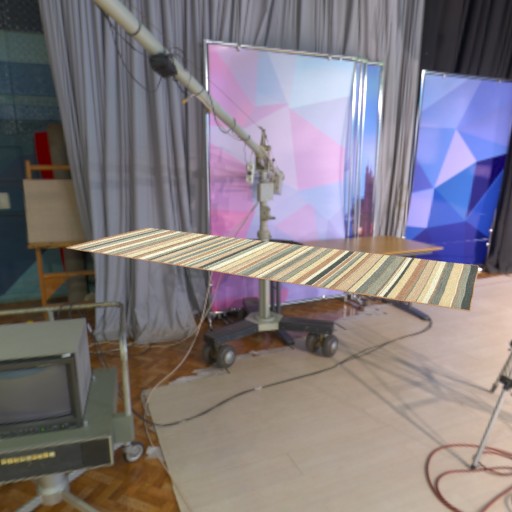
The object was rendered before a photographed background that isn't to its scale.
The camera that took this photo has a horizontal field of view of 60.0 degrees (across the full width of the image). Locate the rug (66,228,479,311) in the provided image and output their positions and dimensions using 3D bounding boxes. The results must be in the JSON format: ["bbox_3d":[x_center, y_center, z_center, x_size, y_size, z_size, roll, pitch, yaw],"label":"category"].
[{"bbox_3d":[0.000,0.000,2.728,2.444,0.010,0.799,8,16,27],"label":"rug"}]
